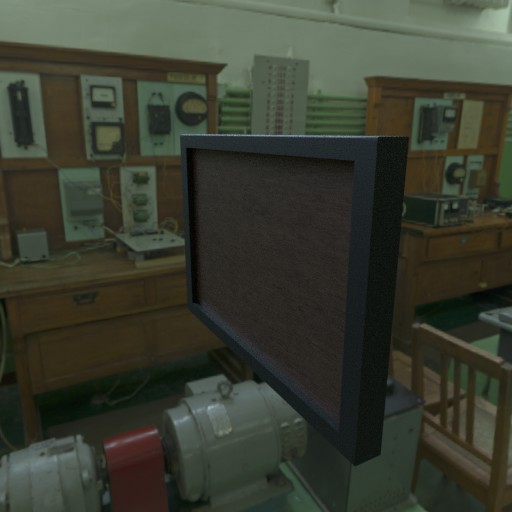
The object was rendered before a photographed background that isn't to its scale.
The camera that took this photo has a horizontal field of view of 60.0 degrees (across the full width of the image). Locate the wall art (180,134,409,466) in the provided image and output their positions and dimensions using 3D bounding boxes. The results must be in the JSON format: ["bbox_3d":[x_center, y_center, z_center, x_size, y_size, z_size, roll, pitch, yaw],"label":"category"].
[{"bbox_3d":[0.000,0.000,0.866,0.051,0.456,0.671,-8,18,-28],"label":"wall art"}]
